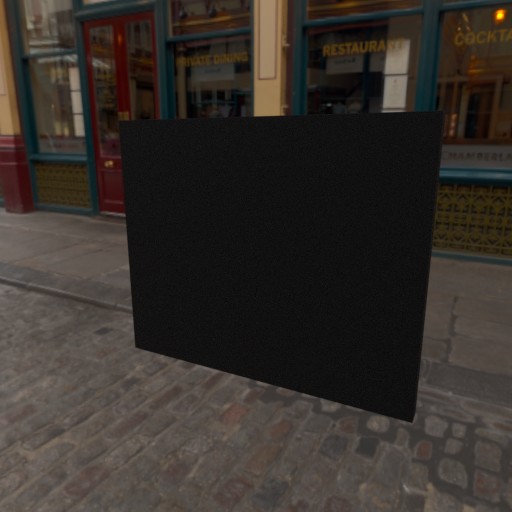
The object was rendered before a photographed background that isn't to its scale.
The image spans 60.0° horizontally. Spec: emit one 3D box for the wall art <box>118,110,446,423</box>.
[{"bbox_3d":[0.000,0.000,0.762,0.558,0.457,0.031,7,16,27],"label":"wall art"}]
